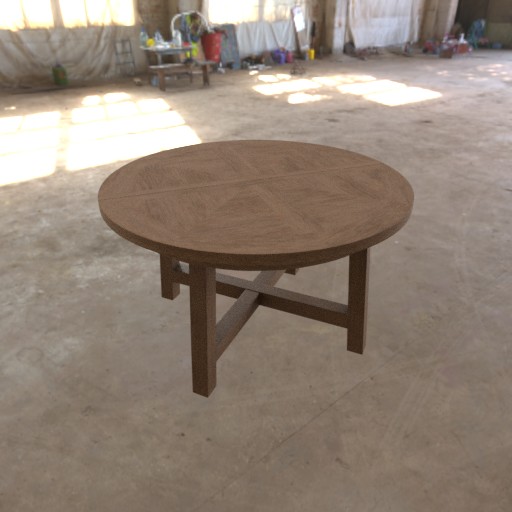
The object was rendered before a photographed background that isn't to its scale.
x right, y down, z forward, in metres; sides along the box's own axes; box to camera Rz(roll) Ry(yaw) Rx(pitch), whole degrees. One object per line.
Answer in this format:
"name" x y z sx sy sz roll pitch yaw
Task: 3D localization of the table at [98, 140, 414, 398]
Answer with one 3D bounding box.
"table" 0.000 0.000 2.121 1.319 0.762 1.319 0 30 0
